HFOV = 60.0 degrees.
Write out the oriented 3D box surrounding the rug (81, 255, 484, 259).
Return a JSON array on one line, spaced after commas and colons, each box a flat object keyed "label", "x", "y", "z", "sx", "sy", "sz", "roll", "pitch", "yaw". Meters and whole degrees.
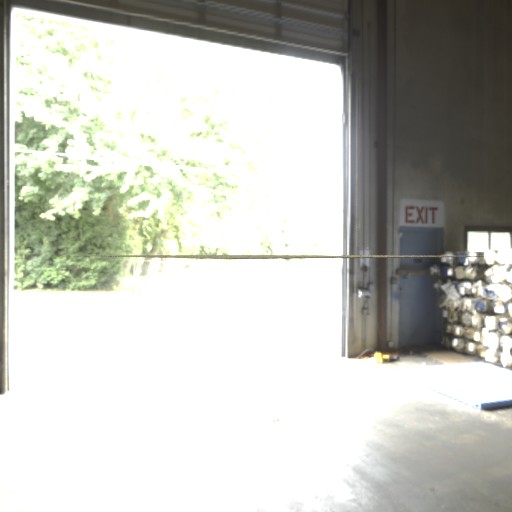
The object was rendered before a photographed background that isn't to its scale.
[{"label": "rug", "x": 0.000, "y": 0.000, "z": 4.162, "sx": 2.421, "sy": 0.008, "sz": 3.045, "roll": 0, "pitch": 0, "yaw": -35}]
